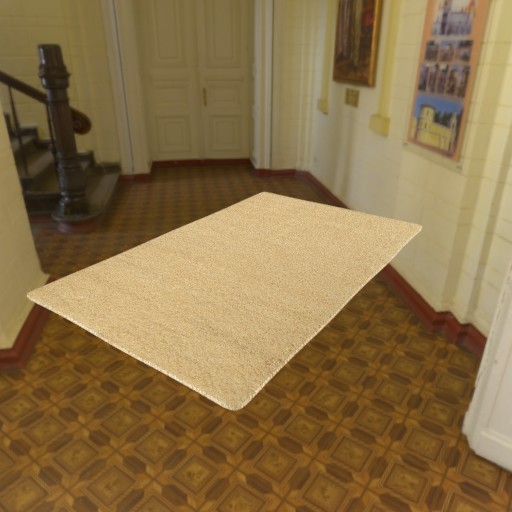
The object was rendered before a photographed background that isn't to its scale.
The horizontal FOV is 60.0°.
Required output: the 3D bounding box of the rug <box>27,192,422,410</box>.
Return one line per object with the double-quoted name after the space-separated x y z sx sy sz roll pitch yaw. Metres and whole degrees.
0.000 0.000 2.948 1.500 0.026 2.349 17 30 32 "rug"
